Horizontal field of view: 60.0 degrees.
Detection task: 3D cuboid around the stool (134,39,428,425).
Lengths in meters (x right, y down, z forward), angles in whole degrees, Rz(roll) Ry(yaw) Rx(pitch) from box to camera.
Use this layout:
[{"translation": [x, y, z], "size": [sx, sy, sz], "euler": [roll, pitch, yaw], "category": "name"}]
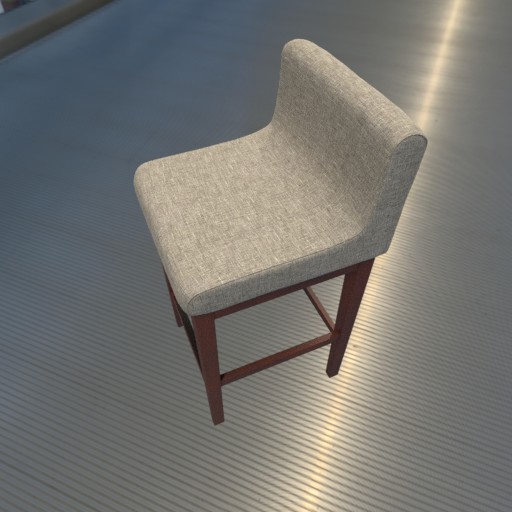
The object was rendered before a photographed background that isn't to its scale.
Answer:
[{"translation": [0.000, 0.000, 1.083], "size": [0.459, 0.835, 0.417], "euler": [-18, 50, -16], "category": "stool"}]
